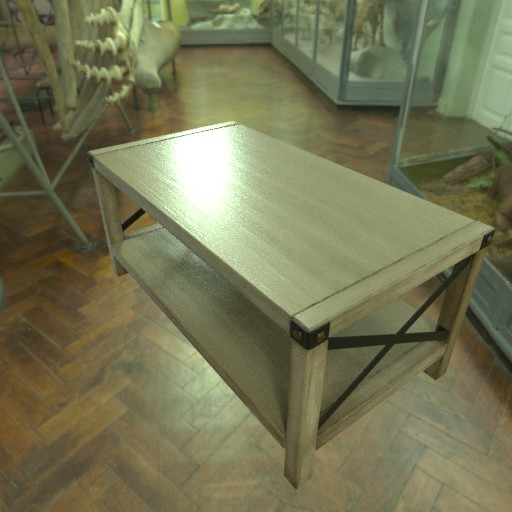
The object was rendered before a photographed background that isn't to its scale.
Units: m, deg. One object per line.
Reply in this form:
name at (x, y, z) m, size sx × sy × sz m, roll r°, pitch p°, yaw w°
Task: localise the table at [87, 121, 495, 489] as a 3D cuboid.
table at (0.000, 0.000, 1.278) m, size 0.559 × 0.456 × 1.016 m, roll -22°, pitch 39°, yaw -30°
